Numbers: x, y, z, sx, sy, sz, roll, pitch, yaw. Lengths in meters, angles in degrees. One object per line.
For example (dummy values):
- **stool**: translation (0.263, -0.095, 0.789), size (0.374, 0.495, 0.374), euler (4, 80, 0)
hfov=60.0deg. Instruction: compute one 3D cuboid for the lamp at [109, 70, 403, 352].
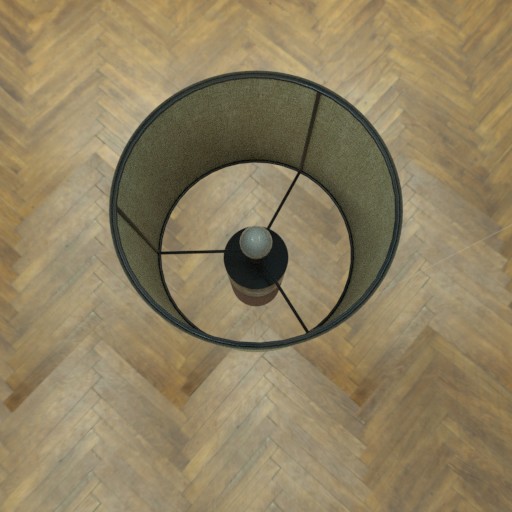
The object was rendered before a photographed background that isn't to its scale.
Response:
- **lamp**: translation (0.000, 0.000, 0.475), size (0.202, 0.350, 0.202), euler (0, 77, 0)
